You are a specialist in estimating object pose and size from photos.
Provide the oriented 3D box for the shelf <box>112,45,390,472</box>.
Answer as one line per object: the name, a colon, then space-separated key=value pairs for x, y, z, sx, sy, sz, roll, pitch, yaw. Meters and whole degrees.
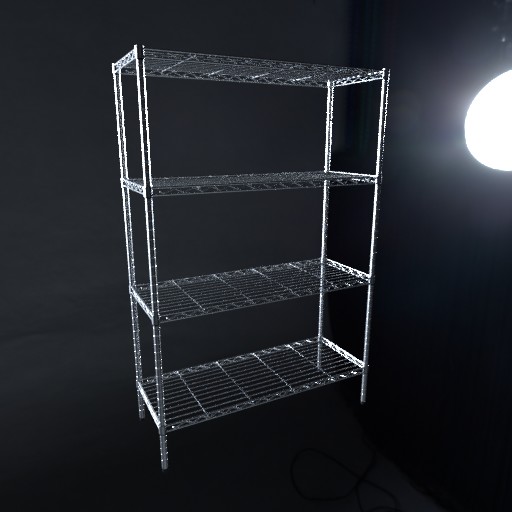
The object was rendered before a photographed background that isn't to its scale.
shelf: x=0.000 y=0.000 z=1.707 sx=0.907 sy=1.360 sz=0.352 roll=-7 pitch=16 yaw=-27
